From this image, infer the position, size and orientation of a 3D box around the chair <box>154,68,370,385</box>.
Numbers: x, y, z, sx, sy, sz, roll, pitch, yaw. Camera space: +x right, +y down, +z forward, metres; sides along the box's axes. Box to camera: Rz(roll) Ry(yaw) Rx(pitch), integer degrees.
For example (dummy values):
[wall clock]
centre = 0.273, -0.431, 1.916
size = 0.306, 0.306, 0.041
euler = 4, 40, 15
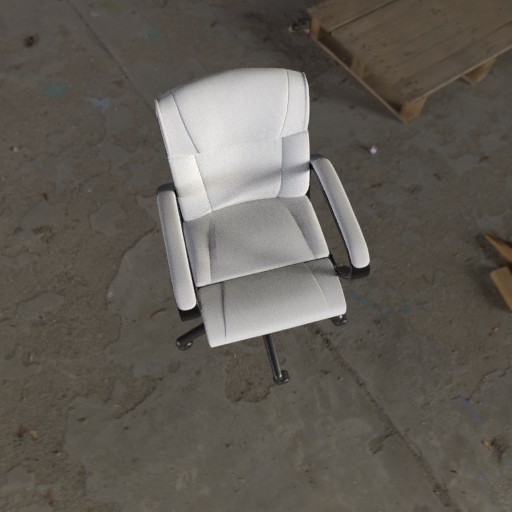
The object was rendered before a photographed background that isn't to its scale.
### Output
[chair]
centre = 0.000, 0.000, 1.537
size = 0.739, 1.004, 0.717
euler = -13, 64, -6
